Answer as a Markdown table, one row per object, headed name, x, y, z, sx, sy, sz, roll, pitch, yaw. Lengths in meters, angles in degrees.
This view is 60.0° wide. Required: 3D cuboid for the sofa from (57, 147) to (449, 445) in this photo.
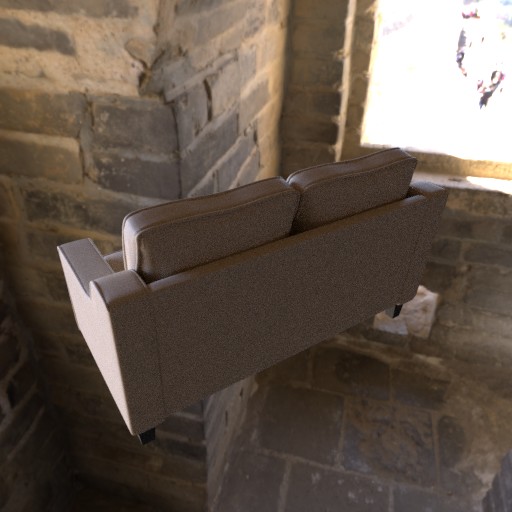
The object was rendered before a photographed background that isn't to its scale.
| name | x | y | z | sx | sy | sz | roll | pitch | yaw |
| --- | --- | --- | --- | --- | --- | --- | --- | --- | --- |
| sofa | 0.000 | 0.000 | 3.420 | 2.587 | 1.562 | 1.351 | -19 | 36 | -28 |
